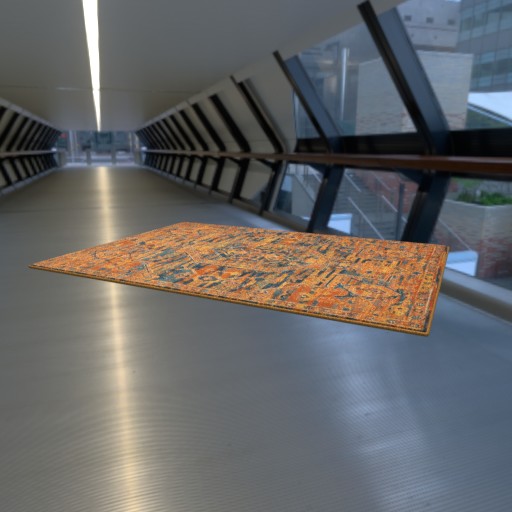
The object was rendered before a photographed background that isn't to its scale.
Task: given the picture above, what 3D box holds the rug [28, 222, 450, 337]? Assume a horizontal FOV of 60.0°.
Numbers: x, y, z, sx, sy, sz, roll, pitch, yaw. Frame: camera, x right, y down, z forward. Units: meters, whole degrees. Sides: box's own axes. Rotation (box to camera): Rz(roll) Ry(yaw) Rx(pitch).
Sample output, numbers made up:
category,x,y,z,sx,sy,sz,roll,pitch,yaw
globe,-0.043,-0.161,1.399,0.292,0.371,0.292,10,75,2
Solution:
category,x,y,z,sx,sy,sz,roll,pitch,yaw
rug,0.000,0.000,2.824,2.204,0.024,1.588,7,16,25
